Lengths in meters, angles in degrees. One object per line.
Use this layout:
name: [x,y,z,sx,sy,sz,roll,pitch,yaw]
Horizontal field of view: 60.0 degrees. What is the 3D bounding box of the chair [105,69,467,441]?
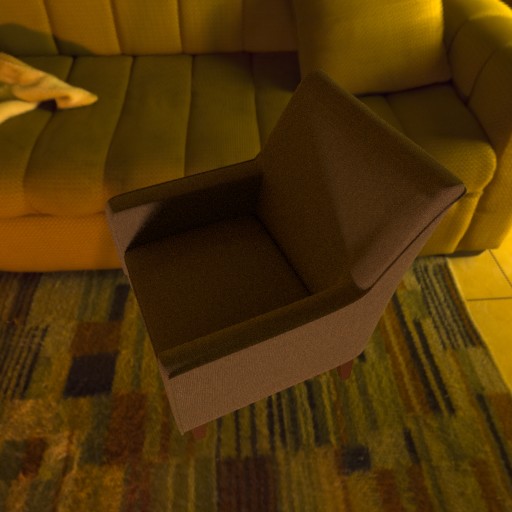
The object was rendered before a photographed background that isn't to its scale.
chair: [0.000,0.000,1.587,0.899,0.919,0.780,-18,49,-16]
